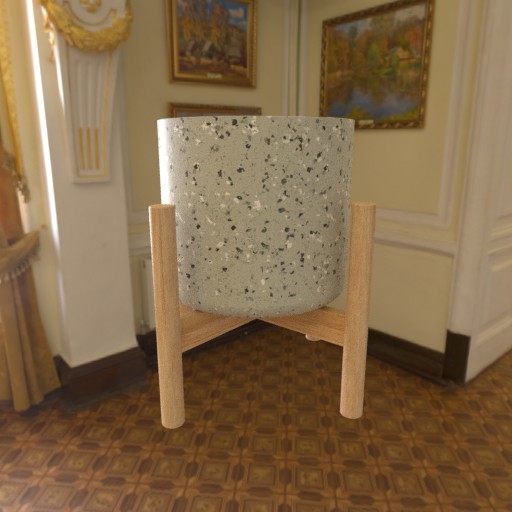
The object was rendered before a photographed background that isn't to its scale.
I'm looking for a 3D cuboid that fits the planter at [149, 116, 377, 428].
[{"bbox_3d":[0.000,0.000,0.550,0.284,0.320,0.284,-7,16,-26],"label":"planter"}]
